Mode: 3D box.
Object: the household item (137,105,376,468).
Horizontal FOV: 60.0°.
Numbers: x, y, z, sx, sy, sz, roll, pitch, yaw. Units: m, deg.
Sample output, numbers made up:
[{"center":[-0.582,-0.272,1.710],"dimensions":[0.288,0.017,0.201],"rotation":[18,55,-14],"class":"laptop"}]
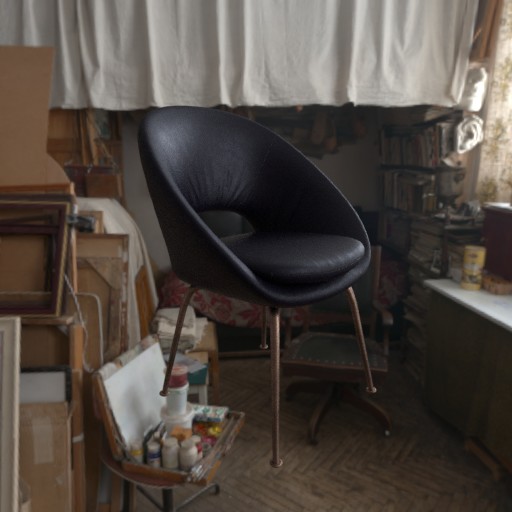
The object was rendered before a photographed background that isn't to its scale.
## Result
[{"center":[0.000,0.000,1.277],"dimensions":[0.573,0.852,0.623],"rotation":[13,18,42],"class":"household item"}]
